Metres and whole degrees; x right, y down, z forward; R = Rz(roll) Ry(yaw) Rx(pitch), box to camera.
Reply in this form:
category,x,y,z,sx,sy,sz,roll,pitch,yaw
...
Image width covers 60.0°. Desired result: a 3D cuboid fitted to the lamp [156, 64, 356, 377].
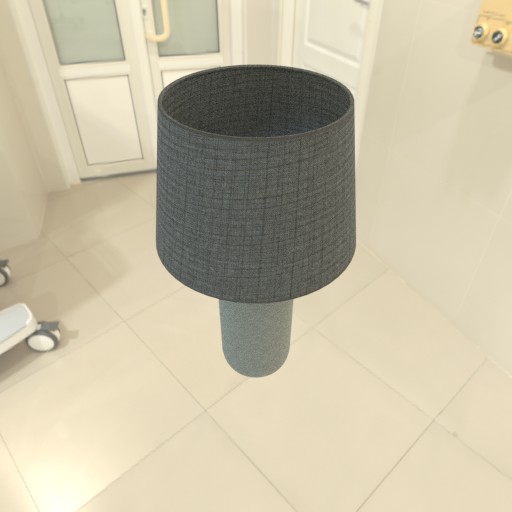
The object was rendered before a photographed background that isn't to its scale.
category,x,y,z,sx,sy,sz,roll,pitch,yaw
lamp,0.000,0.000,0.590,0.251,0.429,0.251,0,40,0
